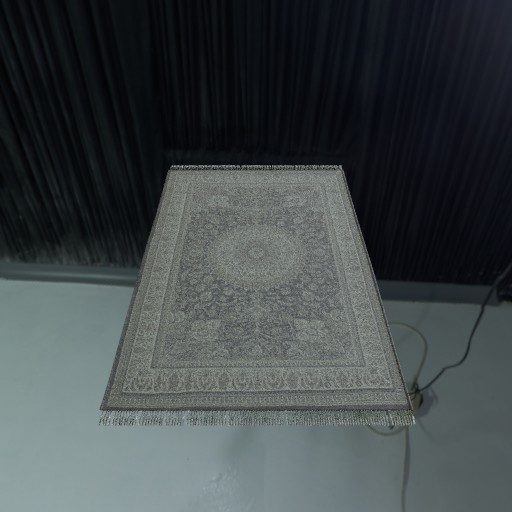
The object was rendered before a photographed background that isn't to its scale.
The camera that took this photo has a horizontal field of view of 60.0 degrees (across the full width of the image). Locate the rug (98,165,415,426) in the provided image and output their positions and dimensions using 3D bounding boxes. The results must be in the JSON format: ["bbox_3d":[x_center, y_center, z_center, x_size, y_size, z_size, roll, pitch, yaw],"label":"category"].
[{"bbox_3d":[0.000,0.000,3.012,1.528,0.010,2.440,0,41,0],"label":"rug"}]
